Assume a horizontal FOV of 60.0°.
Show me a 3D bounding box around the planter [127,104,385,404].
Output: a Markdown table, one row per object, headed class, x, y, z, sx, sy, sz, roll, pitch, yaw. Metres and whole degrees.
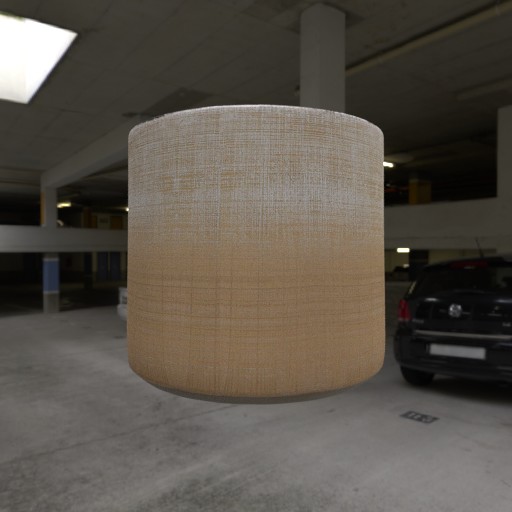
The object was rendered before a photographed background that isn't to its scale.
| class | x | y | z | sx | sy | sz | roll | pitch | yaw |
| --- | --- | --- | --- | --- | --- | --- | --- | --- | --- |
| planter | 0.000 | 0.000 | 0.393 | 0.221 | 0.201 | 0.221 | 0 | 1 | 0 |
